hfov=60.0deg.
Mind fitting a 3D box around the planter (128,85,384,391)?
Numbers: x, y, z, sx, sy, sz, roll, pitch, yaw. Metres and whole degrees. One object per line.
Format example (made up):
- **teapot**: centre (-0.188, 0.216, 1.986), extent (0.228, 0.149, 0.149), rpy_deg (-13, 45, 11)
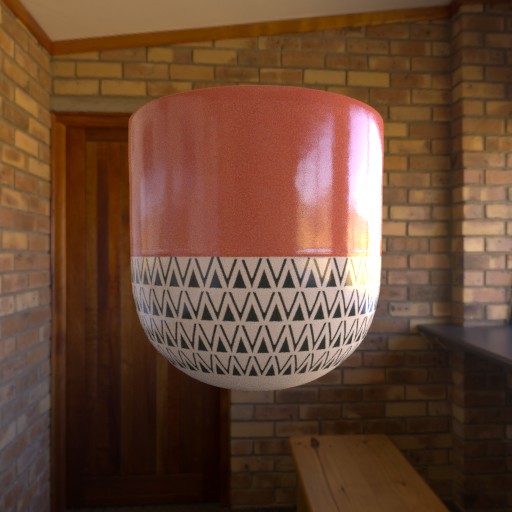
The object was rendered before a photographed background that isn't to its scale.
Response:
- **planter**: centre (0.000, 0.000, 0.481), extent (0.266, 0.270, 0.266), rpy_deg (0, 0, 0)
